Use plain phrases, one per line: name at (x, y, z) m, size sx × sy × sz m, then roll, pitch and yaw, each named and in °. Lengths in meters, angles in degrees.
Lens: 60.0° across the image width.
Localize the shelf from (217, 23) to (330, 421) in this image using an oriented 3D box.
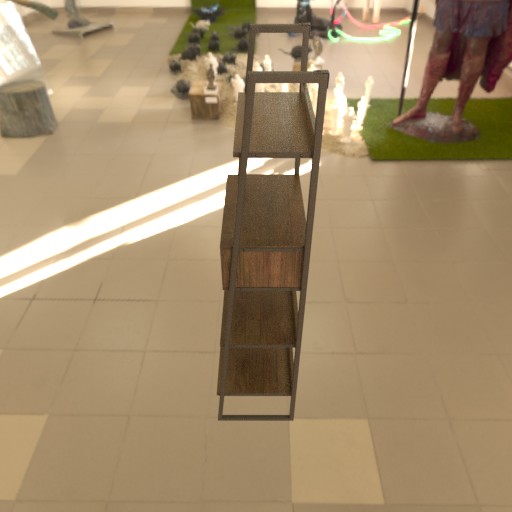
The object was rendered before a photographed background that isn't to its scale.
shelf at (0.000, 0.000, 2.245) m, size 0.454 × 2.005 × 0.652 m, roll 0°, pitch 40°, yaw 0°
